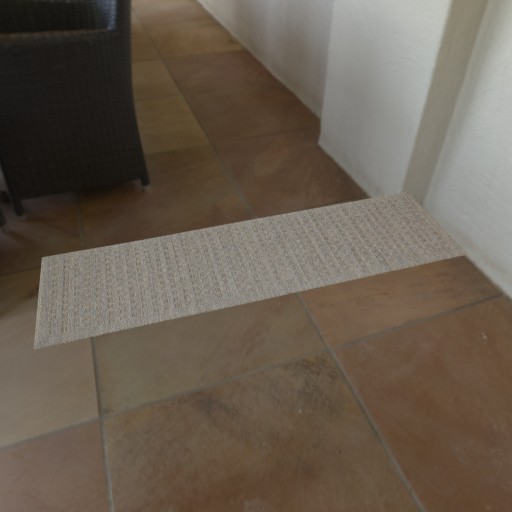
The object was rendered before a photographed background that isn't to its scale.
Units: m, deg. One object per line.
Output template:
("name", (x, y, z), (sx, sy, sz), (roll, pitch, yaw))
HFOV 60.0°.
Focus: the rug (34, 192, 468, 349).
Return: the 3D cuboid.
("rug", (0.000, 0.000, 2.636), (2.437, 0.005, 0.688), (-11, 44, -12))
